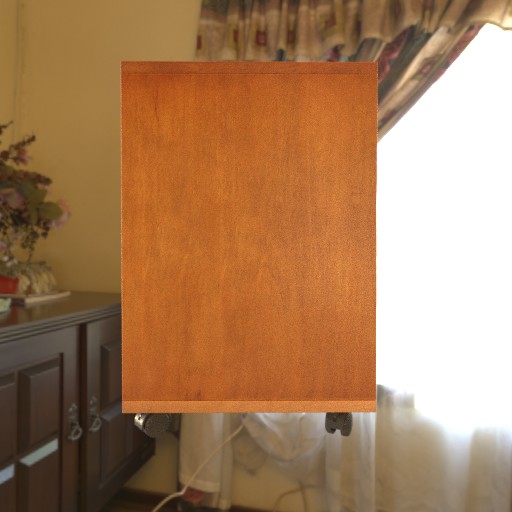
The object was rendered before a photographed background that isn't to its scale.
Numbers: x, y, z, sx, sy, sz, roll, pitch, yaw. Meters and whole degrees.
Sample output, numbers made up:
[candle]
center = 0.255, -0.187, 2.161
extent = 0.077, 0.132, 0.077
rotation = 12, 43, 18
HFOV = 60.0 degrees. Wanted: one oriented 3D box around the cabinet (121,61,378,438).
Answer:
[cabinet]
center = 0.000, 0.000, 0.861
extent = 0.401, 0.579, 0.409
rotation = 0, 1, -1
